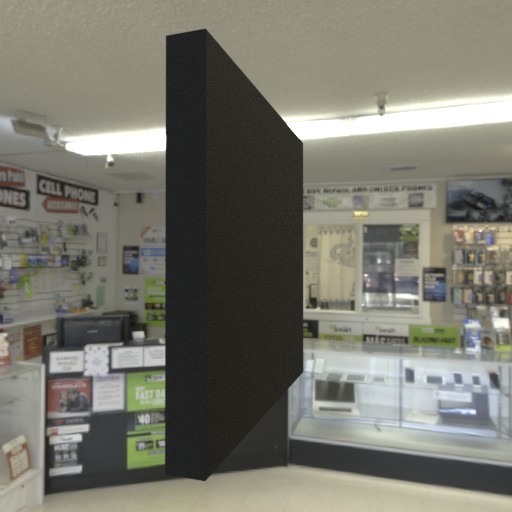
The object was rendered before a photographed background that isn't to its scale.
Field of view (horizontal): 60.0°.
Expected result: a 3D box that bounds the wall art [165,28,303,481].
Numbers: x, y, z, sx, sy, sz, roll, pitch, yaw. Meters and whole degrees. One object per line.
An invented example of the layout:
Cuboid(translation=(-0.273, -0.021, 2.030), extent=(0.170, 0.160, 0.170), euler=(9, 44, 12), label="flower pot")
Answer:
Cuboid(translation=(0.000, 0.000, 0.449), extent=(0.030, 0.305, 0.308), euler=(0, -1, 18), label="wall art")
